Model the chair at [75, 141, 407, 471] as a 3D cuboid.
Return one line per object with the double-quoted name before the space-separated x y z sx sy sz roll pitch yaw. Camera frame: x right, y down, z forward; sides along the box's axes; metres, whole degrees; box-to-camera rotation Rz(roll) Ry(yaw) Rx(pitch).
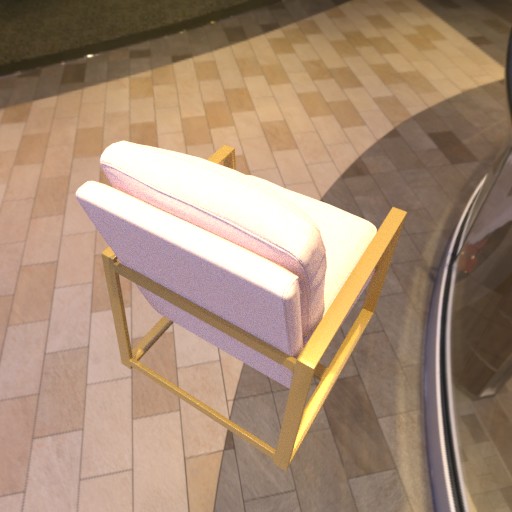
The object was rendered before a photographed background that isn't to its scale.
"chair" 0.000 0.000 1.511 0.758 0.956 0.813 25 52 22
